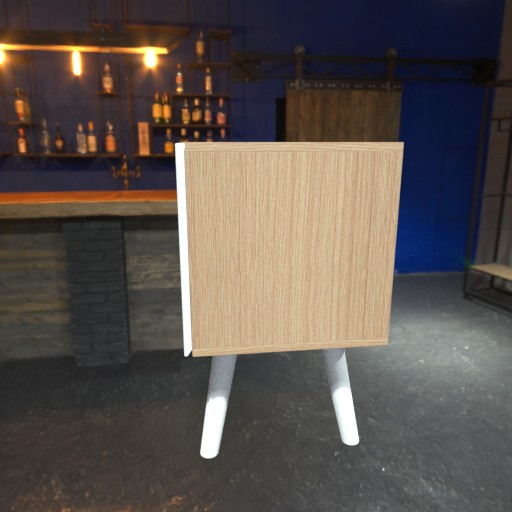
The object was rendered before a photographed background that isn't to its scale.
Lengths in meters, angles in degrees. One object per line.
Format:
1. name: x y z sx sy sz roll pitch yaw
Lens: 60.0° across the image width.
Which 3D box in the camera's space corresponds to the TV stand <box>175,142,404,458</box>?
1. TV stand: 0.000 0.000 1.329 0.407 0.660 0.991 -2 15 -7
